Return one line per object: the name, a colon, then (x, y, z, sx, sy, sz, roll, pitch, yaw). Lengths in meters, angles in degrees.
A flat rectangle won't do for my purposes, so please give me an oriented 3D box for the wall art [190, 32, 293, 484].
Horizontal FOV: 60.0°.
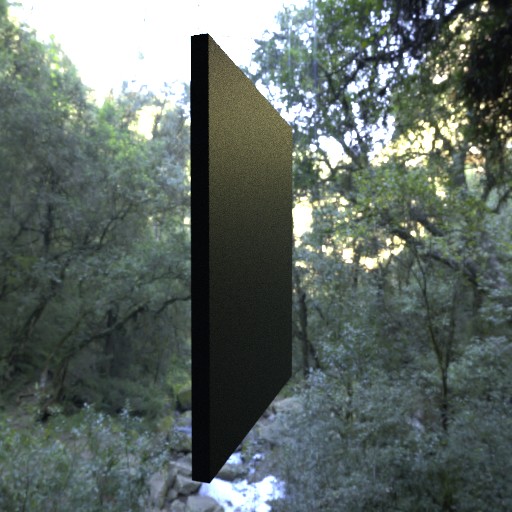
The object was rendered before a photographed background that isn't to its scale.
wall art: (0.000, 0.000, 0.702, 0.023, 0.505, 0.428, 1, 2, 17)
